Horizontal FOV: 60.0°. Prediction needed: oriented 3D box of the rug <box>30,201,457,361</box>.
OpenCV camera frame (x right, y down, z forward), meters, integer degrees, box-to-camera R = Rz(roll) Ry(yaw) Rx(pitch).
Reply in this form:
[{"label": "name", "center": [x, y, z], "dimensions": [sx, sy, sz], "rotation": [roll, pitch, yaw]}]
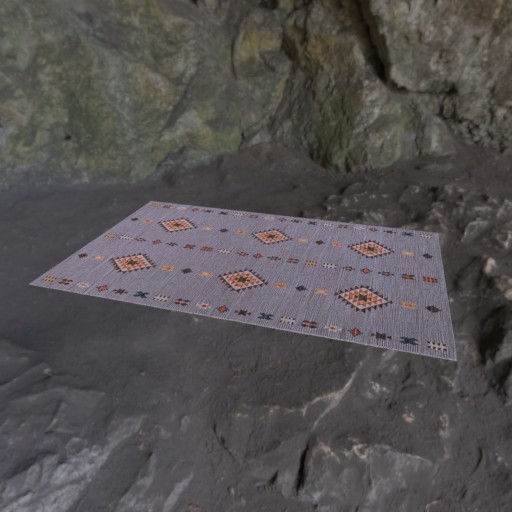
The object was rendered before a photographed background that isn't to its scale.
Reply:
[{"label": "rug", "center": [0.000, 0.000, 3.033], "dimensions": [2.427, 0.007, 1.515], "rotation": [8, 28, 15]}]
